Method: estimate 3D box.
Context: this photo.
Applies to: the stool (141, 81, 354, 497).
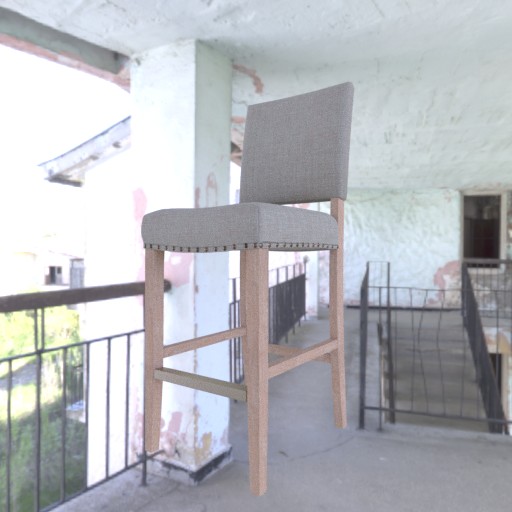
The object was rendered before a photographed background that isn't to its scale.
[{"bbox_3d":[0.000,0.000,1.432,0.445,1.173,0.585,1,1,36],"label":"stool"}]
